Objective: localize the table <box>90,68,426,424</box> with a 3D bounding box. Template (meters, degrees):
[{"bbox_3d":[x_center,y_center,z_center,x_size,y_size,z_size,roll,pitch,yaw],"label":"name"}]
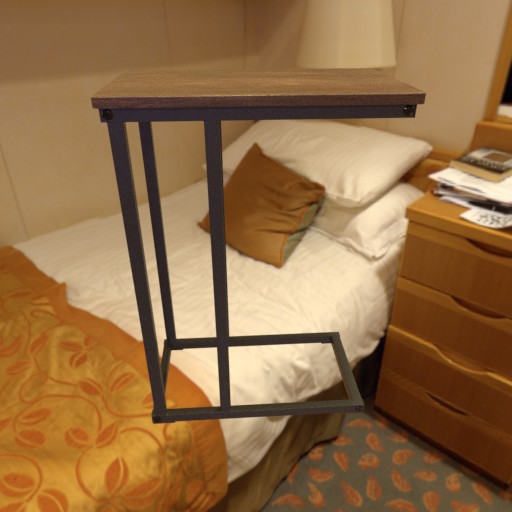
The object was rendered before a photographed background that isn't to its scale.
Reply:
[{"bbox_3d":[0.000,0.000,0.854,0.450,0.637,0.254,-2,30,-3],"label":"table"}]
